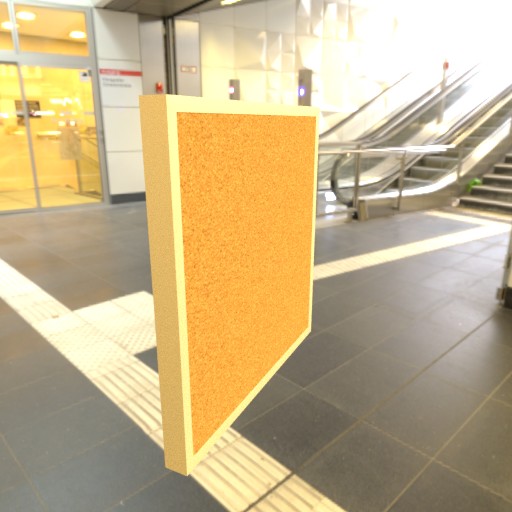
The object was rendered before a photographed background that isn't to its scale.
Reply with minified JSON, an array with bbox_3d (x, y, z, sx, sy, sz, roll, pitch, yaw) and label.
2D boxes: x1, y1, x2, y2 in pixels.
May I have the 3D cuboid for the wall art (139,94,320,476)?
[{"bbox_3d":[0.000,0.000,0.775,0.038,0.505,0.506,8,19,25],"label":"wall art"}]
